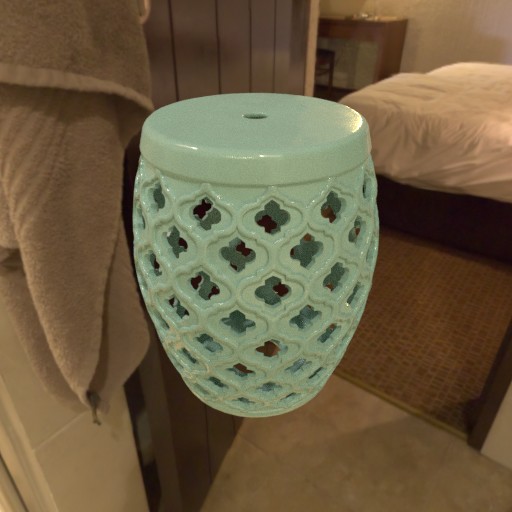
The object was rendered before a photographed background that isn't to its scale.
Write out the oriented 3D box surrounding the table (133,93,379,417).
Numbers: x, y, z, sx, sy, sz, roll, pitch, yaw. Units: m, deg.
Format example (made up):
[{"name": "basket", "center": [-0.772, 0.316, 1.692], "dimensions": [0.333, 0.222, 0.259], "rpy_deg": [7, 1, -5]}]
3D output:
[{"name": "table", "center": [0.000, 0.000, 0.621], "dimensions": [0.325, 0.388, 0.325], "rpy_deg": [0, 32, 0]}]
